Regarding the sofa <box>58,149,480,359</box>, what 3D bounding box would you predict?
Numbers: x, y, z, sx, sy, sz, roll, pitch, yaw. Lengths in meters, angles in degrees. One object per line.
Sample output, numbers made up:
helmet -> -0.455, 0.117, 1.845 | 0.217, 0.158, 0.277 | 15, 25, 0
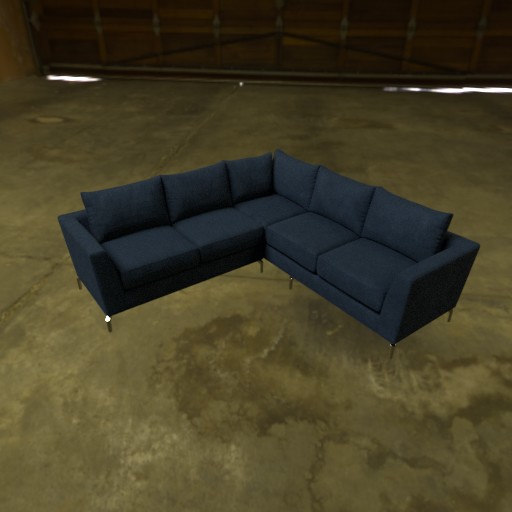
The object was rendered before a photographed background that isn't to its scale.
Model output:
sofa -> 0.000, 0.000, 3.733 | 2.472, 0.988, 2.463 | -20, 35, -31
